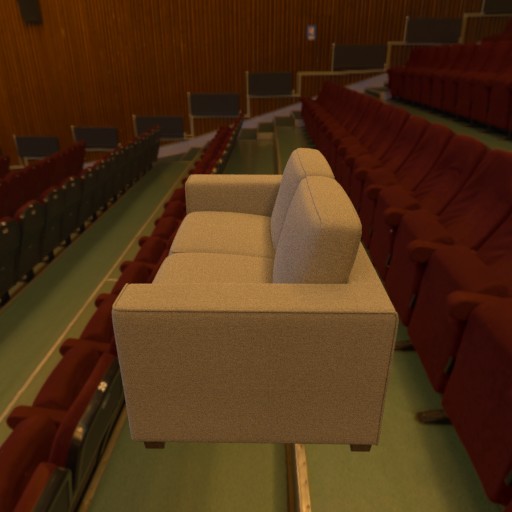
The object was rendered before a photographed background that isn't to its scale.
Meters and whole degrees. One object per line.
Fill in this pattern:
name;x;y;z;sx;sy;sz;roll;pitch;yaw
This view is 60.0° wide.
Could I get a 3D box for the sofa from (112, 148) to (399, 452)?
sofa;0.000;0.000;2.412;1.007;0.924;1.812;0;25;1
